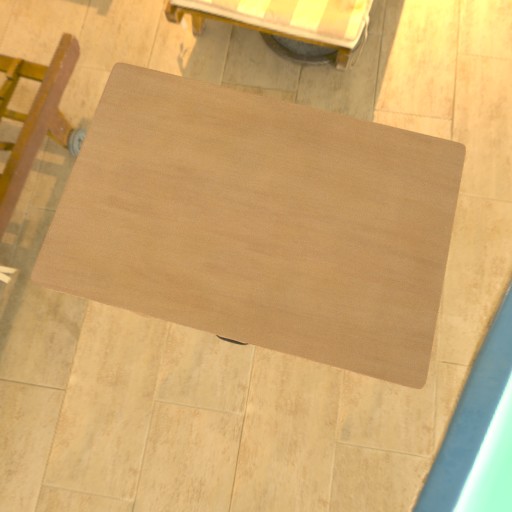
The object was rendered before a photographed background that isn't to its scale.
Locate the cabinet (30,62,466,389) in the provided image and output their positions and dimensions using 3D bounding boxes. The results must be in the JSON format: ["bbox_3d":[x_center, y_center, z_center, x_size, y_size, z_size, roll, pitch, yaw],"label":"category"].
[{"bbox_3d":[0.000,0.000,1.244,0.763,0.762,0.503,15,77,3],"label":"cabinet"}]
